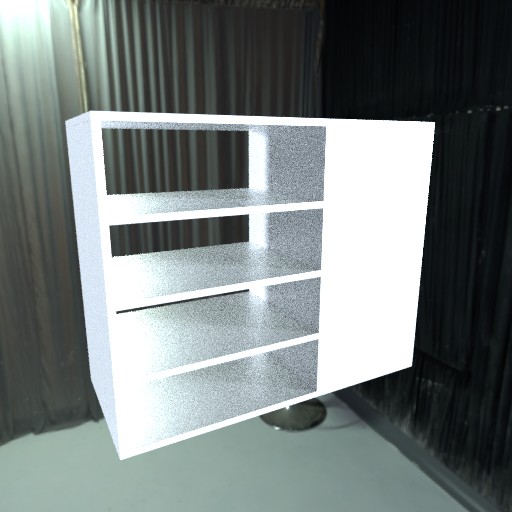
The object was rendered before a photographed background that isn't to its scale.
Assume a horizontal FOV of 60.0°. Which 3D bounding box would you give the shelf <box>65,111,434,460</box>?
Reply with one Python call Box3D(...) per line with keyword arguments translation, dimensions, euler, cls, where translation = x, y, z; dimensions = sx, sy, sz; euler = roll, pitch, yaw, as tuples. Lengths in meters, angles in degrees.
Box3D(translation=(0.000, 0.000, 1.261), dimensions=(0.895, 0.732, 0.396), euler=(-8, 16, -28), cls="shelf")
